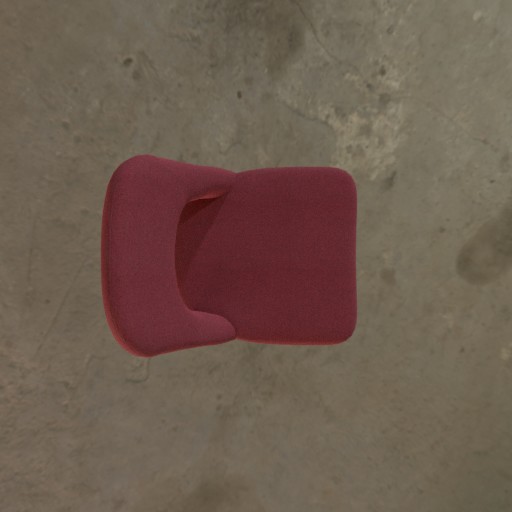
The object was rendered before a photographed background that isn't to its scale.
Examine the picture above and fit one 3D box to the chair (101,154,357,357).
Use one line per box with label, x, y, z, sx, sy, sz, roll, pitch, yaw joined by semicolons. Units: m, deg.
chair;0.000;0.000;1.214;0.569;0.892;0.483;0;90;-1
